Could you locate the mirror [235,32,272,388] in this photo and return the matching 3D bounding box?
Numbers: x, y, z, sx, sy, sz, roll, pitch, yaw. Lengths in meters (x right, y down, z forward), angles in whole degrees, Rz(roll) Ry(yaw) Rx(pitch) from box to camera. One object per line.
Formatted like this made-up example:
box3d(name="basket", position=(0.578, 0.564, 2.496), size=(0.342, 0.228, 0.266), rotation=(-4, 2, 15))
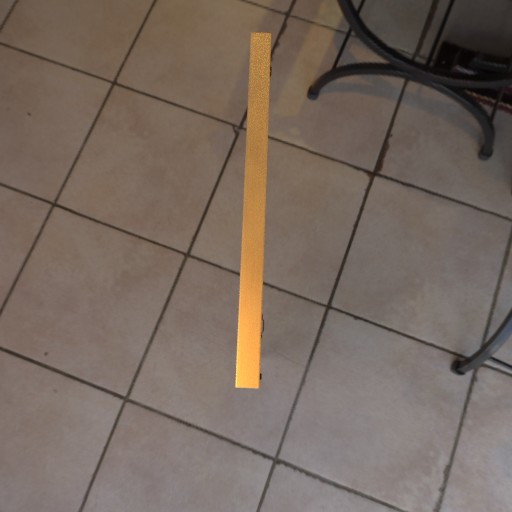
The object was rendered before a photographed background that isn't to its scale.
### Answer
box3d(name="mirror", position=(0.000, 0.000, 1.168), size=(0.040, 0.915, 0.609), rotation=(2, 77, 0))
